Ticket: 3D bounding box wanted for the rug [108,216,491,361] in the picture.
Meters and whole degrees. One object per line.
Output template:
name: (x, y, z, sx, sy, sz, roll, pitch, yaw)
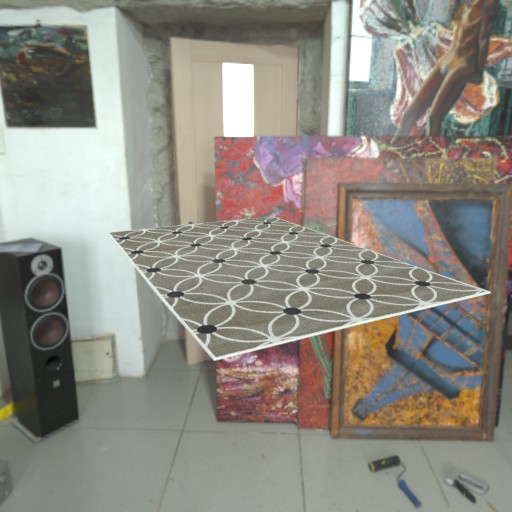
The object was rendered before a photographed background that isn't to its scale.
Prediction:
rug: (0.000, 0.000, 2.896, 1.522, 0.008, 2.284, -8, 18, -26)
